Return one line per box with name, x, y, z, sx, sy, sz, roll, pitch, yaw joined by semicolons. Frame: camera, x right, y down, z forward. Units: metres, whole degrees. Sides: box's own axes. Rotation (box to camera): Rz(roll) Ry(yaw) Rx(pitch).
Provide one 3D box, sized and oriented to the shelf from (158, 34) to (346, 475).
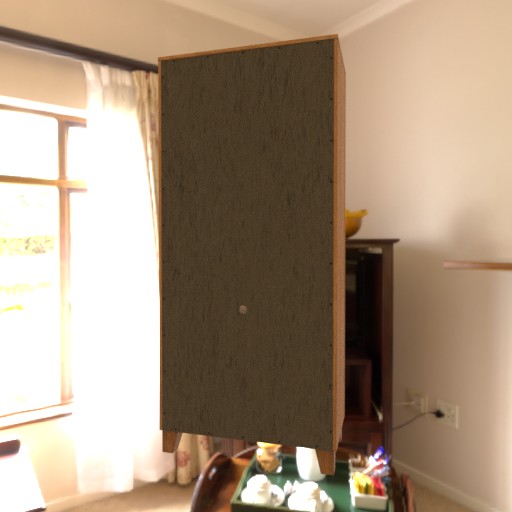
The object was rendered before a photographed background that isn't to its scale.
shelf;0.000;0.000;2.266;0.864;1.930;0.453;0;1;16
